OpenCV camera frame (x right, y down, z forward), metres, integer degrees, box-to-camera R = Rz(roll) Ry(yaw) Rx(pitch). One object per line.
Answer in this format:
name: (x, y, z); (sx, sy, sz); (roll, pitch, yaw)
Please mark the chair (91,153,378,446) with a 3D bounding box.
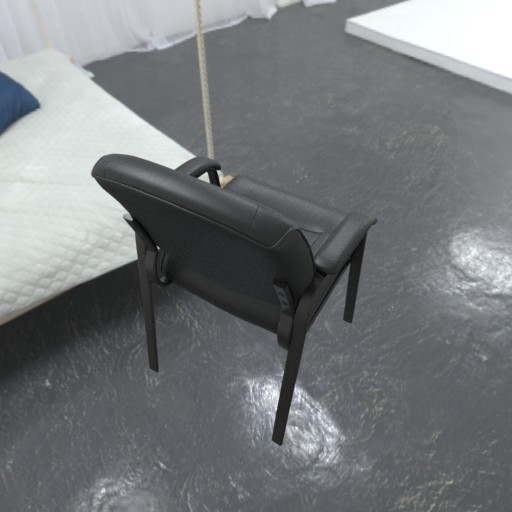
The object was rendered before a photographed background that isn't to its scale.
chair: (0.000, 0.000, 1.337); (0.591, 0.910, 0.668); (23, 50, 21)
